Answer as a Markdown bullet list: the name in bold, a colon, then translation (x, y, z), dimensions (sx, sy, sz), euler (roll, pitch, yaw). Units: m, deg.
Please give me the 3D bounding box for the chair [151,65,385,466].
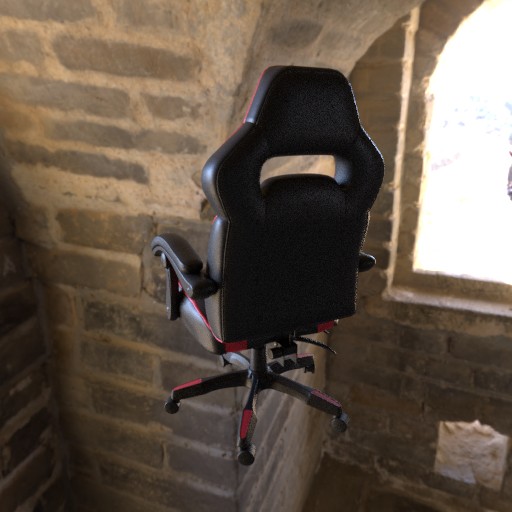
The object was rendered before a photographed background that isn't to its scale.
- **chair**: translation (0.000, 0.000, 1.621), dimensions (0.700, 1.220, 0.700), euler (-8, 17, -25)
